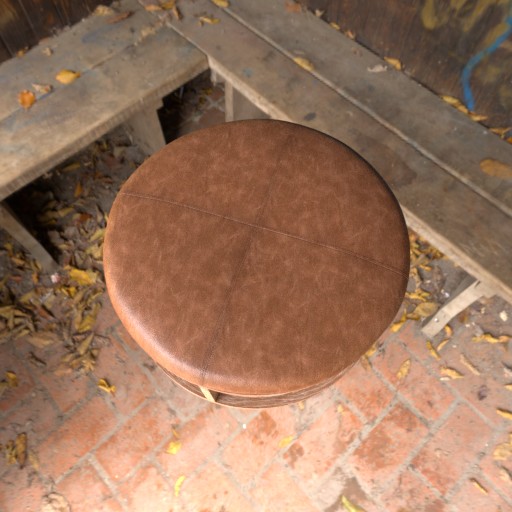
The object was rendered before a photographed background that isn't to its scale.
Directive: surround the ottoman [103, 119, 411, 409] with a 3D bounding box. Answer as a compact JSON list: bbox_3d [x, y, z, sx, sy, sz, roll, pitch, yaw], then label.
[{"bbox_3d":[0.000,0.000,1.590,1.006,0.445,1.006,0,64,0],"label":"ottoman"}]
